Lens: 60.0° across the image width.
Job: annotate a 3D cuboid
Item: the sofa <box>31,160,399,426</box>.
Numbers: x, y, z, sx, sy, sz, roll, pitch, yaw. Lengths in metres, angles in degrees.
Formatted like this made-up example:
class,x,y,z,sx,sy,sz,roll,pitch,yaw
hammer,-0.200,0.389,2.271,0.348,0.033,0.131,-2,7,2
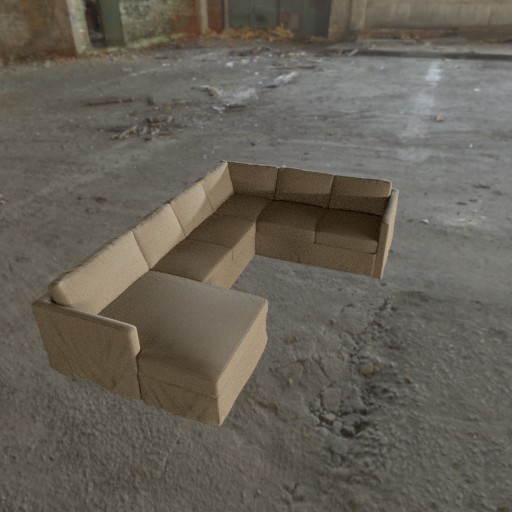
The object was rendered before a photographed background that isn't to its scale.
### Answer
class,x,y,z,sx,sy,sz,roll,pitch,yaw
sofa,0.000,0.000,4.582,2.476,0.878,3.528,11,33,18
